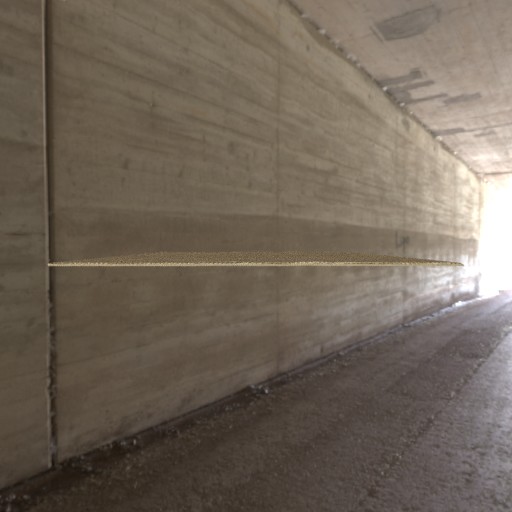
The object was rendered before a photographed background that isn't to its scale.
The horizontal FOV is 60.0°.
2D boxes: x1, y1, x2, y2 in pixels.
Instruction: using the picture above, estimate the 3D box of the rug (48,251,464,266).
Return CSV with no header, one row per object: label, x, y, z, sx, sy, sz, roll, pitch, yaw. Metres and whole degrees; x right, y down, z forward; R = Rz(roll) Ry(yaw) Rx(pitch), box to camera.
rug,0.000,0.000,4.092,2.429,0.030,3.052,0,2,0
